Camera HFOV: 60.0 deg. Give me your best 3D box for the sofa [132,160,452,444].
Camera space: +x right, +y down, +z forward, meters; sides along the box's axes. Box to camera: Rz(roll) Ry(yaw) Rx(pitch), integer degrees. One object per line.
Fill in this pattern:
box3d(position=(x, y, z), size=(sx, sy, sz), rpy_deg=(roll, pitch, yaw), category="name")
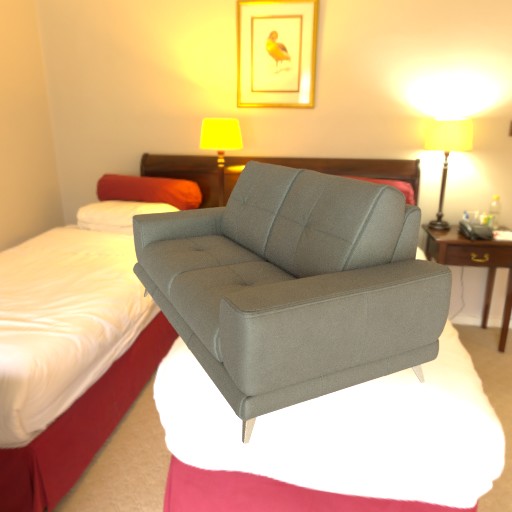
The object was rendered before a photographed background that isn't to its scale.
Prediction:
box3d(position=(0.000, 0.000, 2.424), size=(1.018, 0.907, 1.806), rpy_deg=(-8, 19, -25), category="sofa")
